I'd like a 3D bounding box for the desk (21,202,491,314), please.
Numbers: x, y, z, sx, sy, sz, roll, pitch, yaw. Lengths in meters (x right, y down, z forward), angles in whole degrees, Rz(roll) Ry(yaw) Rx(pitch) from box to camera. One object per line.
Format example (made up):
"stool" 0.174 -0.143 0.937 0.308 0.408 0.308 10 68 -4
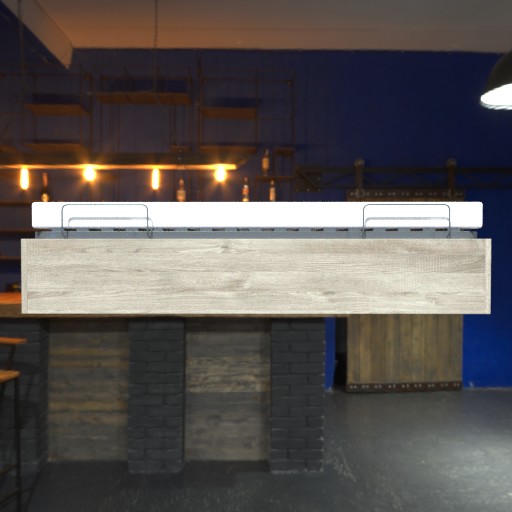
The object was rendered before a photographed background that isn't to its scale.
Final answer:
"desk" 0.000 0.000 2.230 1.900 0.455 0.900 0 1 0
